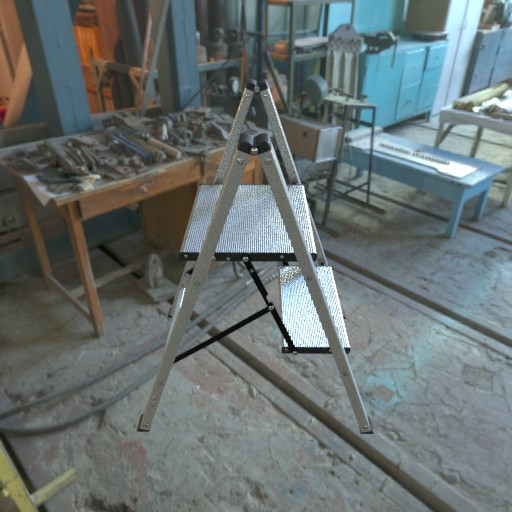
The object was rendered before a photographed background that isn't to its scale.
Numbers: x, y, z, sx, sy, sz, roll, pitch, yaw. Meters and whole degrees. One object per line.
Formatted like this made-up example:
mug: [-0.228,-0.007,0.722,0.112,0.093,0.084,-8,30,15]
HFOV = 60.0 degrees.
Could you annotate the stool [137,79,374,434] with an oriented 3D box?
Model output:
stool: [0.000,0.000,0.999,0.535,0.670,0.440,0,33,1]
